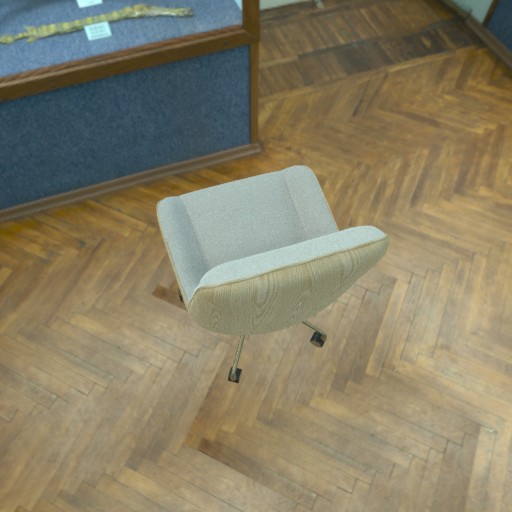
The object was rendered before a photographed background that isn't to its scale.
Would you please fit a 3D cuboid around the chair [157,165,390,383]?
[{"bbox_3d":[0.000,0.000,1.409,0.564,0.952,0.668,-16,61,-9],"label":"chair"}]
